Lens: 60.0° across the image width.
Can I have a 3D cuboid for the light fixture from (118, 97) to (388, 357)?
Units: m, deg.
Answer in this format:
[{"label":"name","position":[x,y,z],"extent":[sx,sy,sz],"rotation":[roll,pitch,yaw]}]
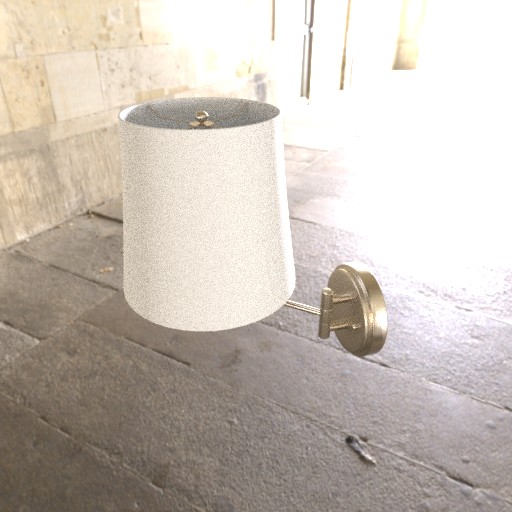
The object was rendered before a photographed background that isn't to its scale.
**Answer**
[{"label":"light fixture","position":[0.000,0.000,0.591],"extent":[0.348,0.381,0.223],"rotation":[-8,30,-14]}]
